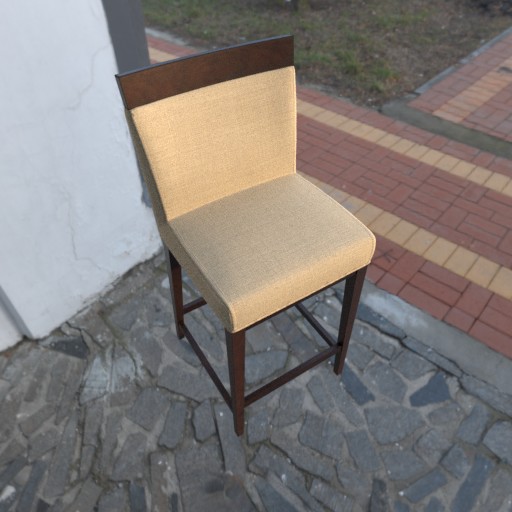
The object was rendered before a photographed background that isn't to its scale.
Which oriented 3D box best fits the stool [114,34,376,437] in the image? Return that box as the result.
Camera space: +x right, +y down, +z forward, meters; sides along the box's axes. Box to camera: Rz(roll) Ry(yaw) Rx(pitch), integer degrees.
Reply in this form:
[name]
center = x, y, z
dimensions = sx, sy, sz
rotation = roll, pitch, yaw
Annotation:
[stool]
center = 0.000, 0.000, 1.409
dimensions = 0.511, 1.117, 0.531
rotation = -24, 50, -22
